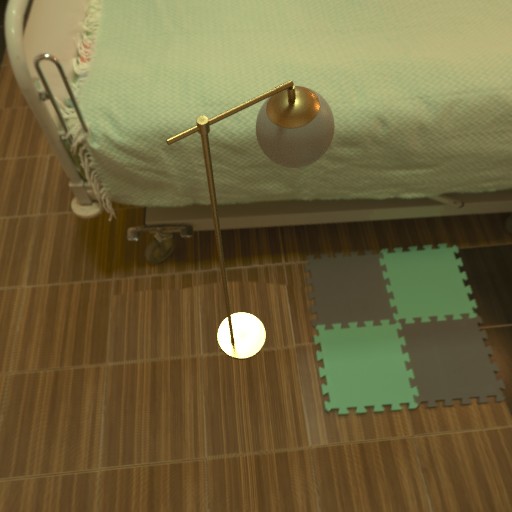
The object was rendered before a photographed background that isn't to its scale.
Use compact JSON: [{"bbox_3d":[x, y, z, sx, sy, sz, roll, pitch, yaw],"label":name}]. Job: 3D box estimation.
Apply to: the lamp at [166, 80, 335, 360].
[{"bbox_3d":[0.000,0.000,1.685,0.476,1.505,0.249,-31,65,-16],"label":"lamp"}]
